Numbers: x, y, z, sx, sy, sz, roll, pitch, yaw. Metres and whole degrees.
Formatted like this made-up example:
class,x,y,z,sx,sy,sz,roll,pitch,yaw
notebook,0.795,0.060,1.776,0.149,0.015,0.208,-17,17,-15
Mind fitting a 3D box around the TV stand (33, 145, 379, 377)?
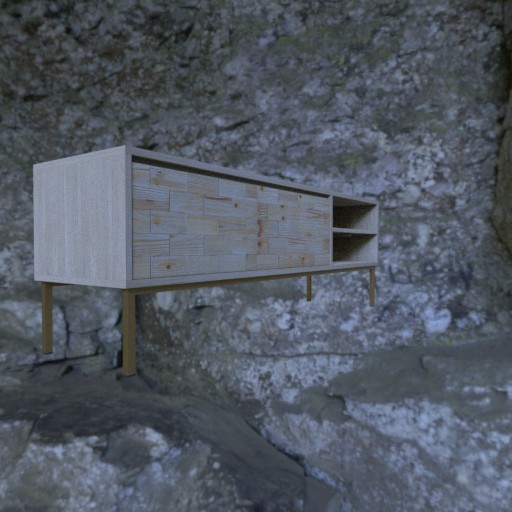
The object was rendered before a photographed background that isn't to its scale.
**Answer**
class,x,y,z,sx,sy,sz,roll,pitch,yaw
TV stand,0.000,0.000,1.805,0.420,0.550,1.600,1,2,36
